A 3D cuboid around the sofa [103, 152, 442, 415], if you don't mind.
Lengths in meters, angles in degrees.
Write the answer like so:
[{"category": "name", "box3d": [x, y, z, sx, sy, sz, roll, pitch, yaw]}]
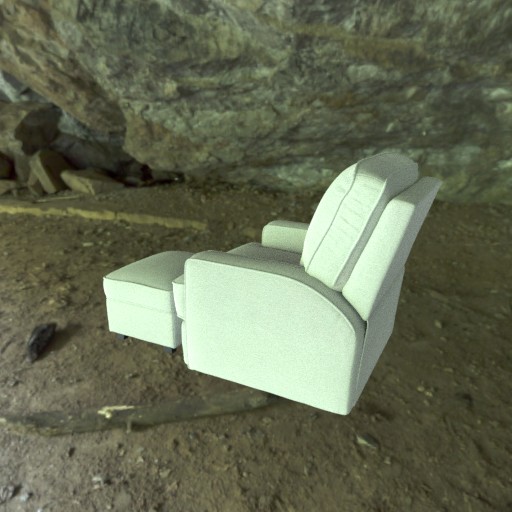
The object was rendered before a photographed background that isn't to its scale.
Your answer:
[{"category": "sofa", "box3d": [0.000, 0.000, 2.076, 1.472, 0.959, 0.861, 8, 18, 26]}]
